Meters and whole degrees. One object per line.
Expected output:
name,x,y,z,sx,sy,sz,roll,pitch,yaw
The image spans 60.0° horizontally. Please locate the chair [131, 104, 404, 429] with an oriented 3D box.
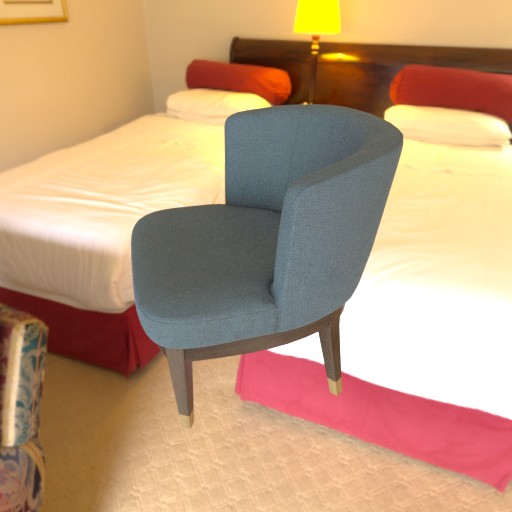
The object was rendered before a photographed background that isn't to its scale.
chair,0.000,0.000,1.296,0.702,0.760,0.661,-8,31,-13
